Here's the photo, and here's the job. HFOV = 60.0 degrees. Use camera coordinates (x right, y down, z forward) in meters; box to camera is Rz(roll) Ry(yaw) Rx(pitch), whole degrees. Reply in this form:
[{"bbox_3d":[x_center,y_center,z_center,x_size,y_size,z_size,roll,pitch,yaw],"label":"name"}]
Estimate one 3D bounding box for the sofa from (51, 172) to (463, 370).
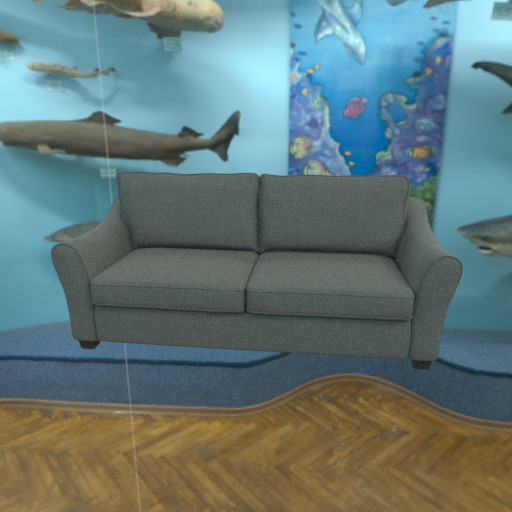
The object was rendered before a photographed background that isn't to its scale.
[{"bbox_3d":[0.000,0.000,2.767,2.203,0.976,1.013,2,16,7],"label":"sofa"}]
